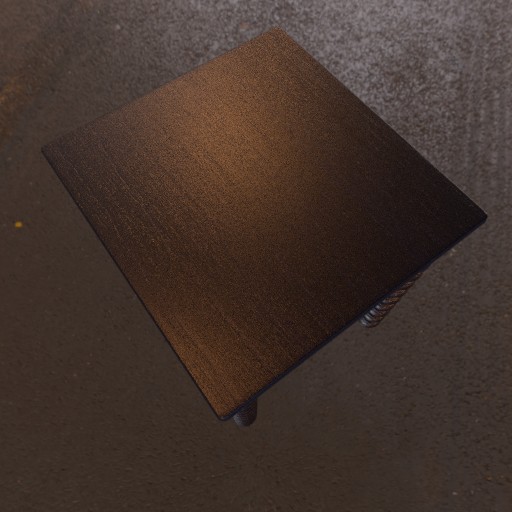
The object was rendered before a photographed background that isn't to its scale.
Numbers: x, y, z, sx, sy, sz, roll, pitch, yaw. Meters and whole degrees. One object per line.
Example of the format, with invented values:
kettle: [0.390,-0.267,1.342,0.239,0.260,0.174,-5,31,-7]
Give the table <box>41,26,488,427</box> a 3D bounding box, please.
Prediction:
table: [0.000,0.000,0.959,0.500,0.567,0.533,-34,69,-15]
